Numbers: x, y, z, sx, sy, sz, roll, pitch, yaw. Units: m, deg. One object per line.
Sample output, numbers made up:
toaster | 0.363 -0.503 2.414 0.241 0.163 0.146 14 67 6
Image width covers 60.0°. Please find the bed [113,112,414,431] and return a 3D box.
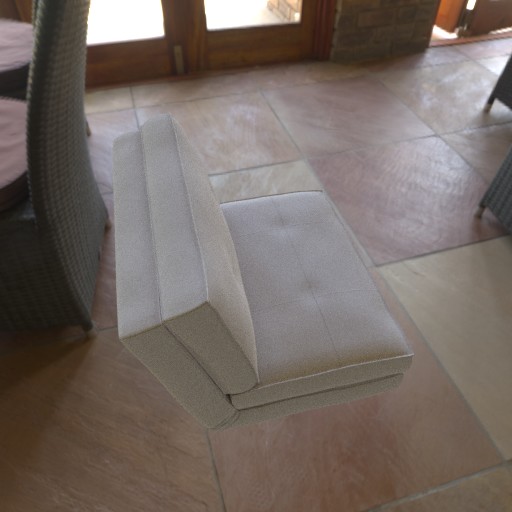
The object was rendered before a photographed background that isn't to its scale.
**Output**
bed | 0.000 0.000 1.363 0.749 0.614 0.799 -10 47 -9
